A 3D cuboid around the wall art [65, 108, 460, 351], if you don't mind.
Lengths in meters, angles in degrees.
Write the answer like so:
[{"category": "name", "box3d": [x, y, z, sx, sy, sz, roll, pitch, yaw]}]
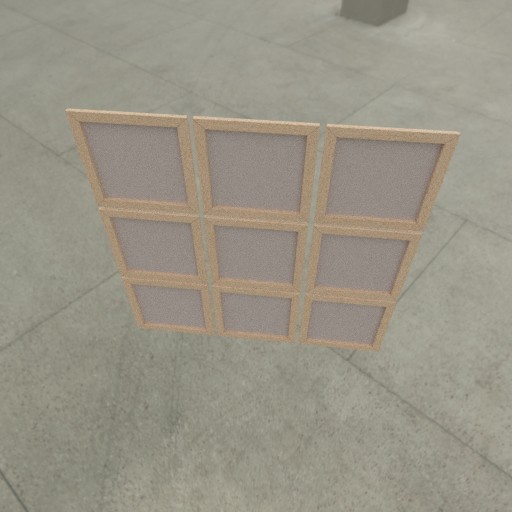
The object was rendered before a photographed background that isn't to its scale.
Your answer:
[{"category": "wall art", "box3d": [0.000, 0.000, 1.357, 0.917, 0.910, 0.012, 5, 47, 5]}]
